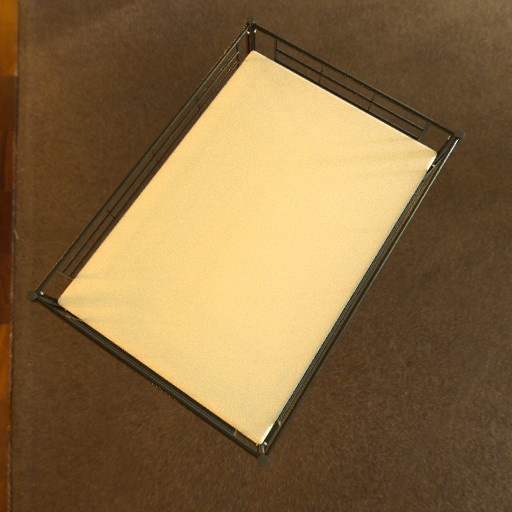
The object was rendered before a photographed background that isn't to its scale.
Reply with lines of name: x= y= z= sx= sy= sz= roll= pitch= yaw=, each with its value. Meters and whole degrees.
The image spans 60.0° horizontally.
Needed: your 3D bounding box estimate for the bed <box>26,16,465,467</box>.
bed: x=0.000 y=0.000 z=3.134 sx=1.397 sy=1.803 sz=1.994 roll=32 pitch=77 yaw=8
